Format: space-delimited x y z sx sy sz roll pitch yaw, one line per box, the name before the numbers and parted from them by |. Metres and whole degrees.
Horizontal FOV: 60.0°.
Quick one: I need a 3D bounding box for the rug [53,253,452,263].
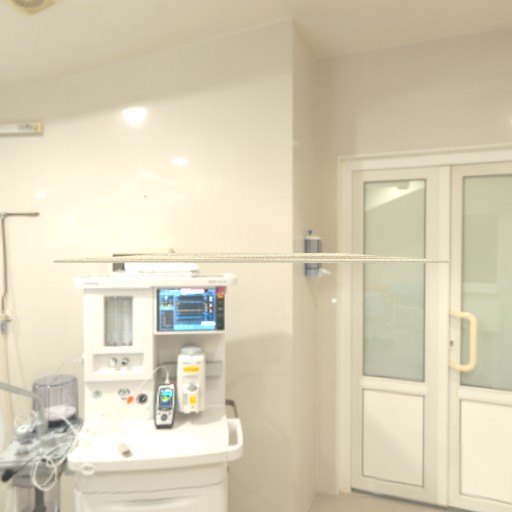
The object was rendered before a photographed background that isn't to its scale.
rug | 0.000 0.000 2.262 1.225 0.008 1.827 0 1 1
